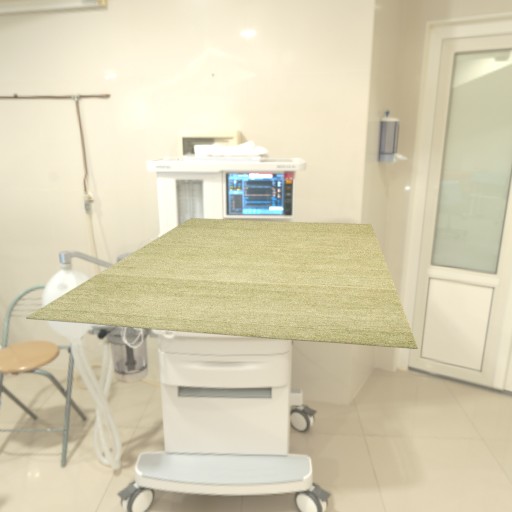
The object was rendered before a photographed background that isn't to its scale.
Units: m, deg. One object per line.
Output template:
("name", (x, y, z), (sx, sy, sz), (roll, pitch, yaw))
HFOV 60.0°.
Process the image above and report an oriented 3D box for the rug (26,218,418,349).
("rug", (0.000, 0.000, 2.837), (1.606, 0.017, 2.270), (3, 16, 9))
